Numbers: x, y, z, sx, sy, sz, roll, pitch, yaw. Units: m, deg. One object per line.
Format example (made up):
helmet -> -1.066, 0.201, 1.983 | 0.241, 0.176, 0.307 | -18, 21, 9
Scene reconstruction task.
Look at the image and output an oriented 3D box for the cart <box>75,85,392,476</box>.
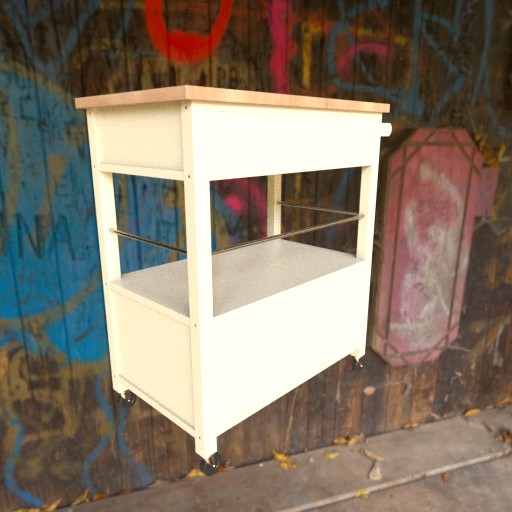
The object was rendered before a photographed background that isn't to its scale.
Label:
cart -> 0.000, 0.000, 1.371 | 0.459, 0.901, 0.840 | 14, 21, 42
